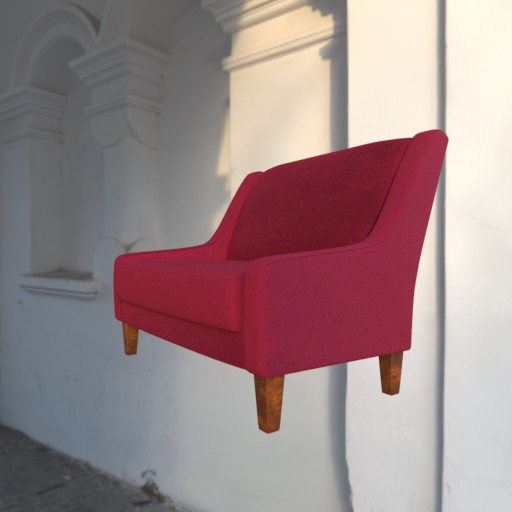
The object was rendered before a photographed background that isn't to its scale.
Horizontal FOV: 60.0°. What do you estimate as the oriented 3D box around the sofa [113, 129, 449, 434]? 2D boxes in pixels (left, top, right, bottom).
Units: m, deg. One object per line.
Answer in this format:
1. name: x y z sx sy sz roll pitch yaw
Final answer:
1. sofa: 0.000 0.000 1.924 0.946 0.976 1.242 -1 1 -36
